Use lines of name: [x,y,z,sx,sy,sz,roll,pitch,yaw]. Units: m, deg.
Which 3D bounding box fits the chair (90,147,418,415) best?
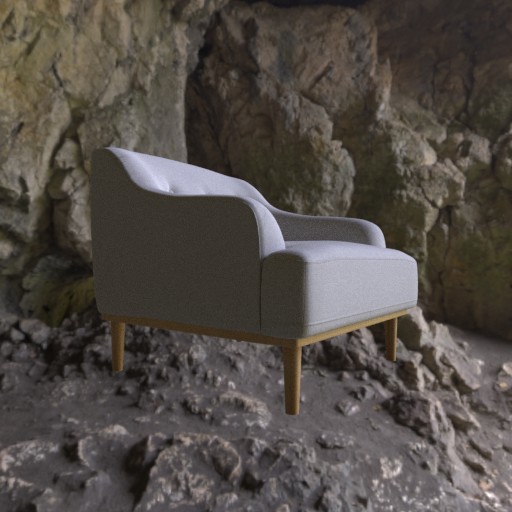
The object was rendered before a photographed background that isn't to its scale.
chair: [0.000,0.000,1.669,0.951,0.818,0.946,-1,-1,36]
